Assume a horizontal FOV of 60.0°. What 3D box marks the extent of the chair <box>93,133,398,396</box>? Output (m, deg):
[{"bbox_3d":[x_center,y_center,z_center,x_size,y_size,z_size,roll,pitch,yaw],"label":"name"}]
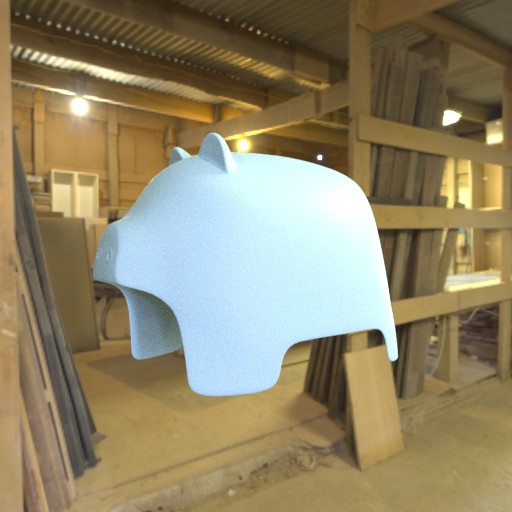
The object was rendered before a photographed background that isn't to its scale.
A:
[{"bbox_3d":[0.000,0.000,0.894,0.619,0.423,0.364,-1,2,-36],"label":"chair"}]
